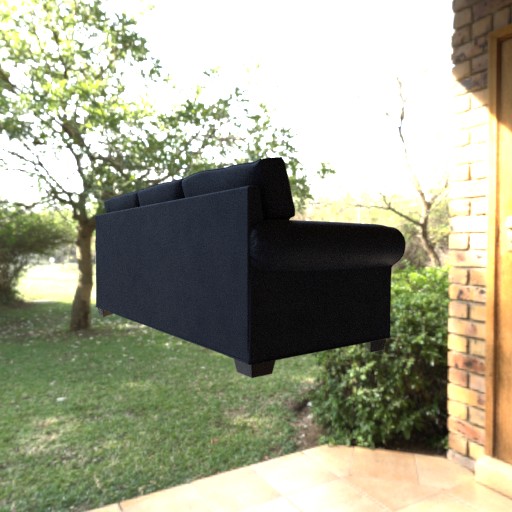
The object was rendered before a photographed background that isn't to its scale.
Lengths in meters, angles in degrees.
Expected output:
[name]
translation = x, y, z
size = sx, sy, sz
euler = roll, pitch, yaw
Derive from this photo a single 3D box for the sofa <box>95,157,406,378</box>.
[sofa]
translation = 0.000, 0.000, 3.455
size = 1.780, 1.063, 2.567
euler = -1, 1, -36
